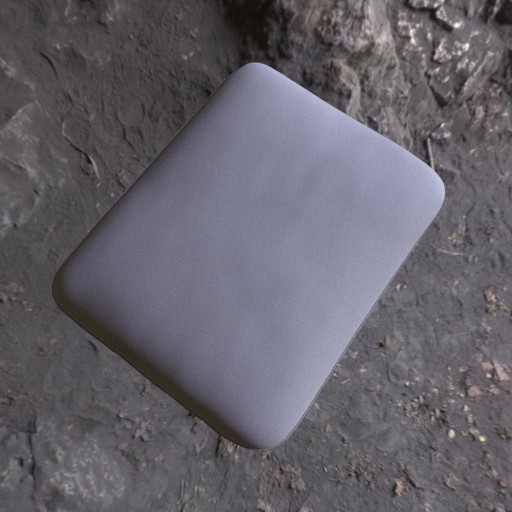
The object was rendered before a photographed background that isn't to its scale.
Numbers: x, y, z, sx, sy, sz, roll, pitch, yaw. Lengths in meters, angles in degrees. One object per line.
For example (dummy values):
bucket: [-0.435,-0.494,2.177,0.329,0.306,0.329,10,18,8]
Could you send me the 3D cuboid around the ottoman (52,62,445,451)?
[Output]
ottoman: [0.000,0.000,1.126,0.593,0.478,0.747,35,77,9]
